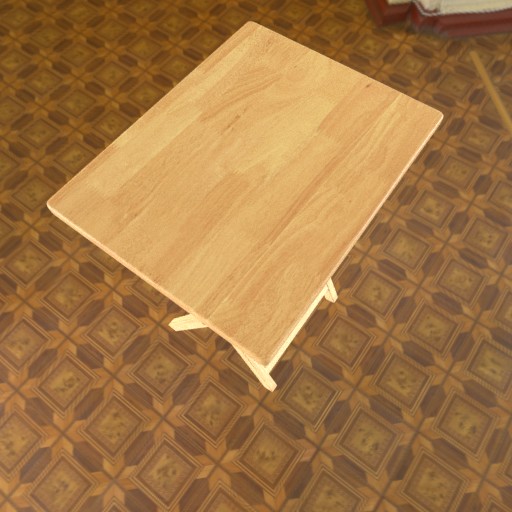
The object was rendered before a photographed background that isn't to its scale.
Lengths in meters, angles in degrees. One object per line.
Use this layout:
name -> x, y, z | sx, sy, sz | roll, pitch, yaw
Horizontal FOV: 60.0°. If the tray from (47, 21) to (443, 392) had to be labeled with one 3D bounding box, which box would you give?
tray -> 0.000, 0.000, 0.947 | 0.381, 0.660, 0.483 | 33, 68, 15
